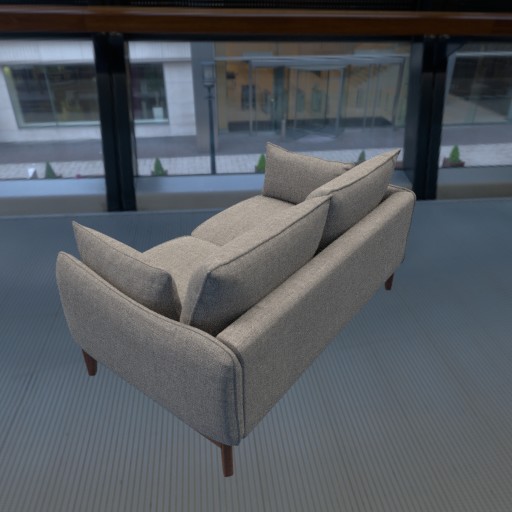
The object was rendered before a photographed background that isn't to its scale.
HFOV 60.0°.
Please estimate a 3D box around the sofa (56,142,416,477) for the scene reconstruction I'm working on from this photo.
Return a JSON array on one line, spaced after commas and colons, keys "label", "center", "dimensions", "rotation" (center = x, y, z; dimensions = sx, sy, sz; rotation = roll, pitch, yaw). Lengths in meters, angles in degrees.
[{"label": "sofa", "center": [0.000, 0.000, 2.118], "dimensions": [0.972, 0.851, 1.580], "rotation": [21, 37, 31]}]
